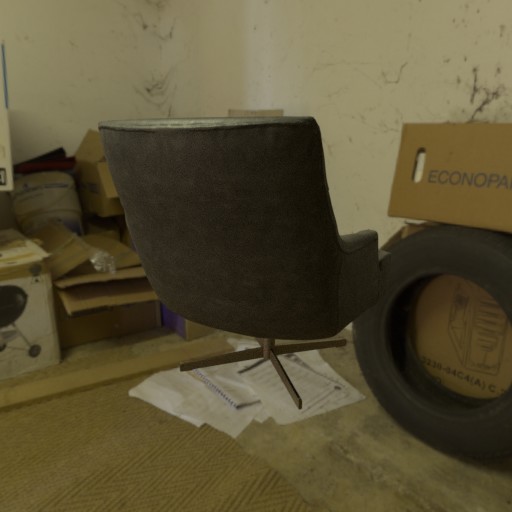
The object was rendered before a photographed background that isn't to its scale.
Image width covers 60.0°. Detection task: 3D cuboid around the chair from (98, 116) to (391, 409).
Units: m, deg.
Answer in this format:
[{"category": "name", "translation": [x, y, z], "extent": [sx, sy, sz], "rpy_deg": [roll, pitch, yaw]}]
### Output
[{"category": "chair", "translation": [0.000, 0.000, 1.505], "extent": [0.738, 0.870, 0.874], "rpy_deg": [8, 17, 29]}]
